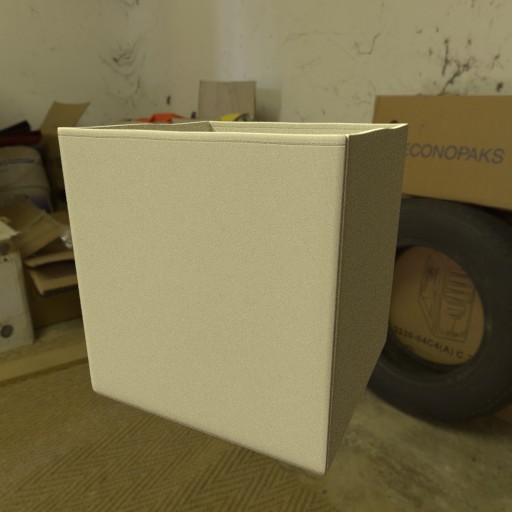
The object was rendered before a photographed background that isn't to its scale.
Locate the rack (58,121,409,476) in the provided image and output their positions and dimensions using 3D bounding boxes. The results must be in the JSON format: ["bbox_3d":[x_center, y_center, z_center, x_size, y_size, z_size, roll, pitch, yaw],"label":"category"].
[{"bbox_3d":[0.000,0.000,0.494,0.270,0.280,0.270,9,20,25],"label":"rack"}]
